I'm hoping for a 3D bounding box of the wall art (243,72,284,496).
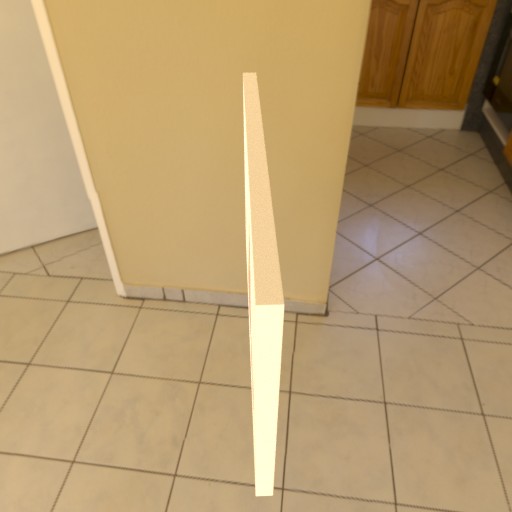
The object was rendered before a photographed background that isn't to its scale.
[{"bbox_3d":[0.000,0.000,1.126,0.038,0.609,0.914,-2,40,-2],"label":"wall art"}]
